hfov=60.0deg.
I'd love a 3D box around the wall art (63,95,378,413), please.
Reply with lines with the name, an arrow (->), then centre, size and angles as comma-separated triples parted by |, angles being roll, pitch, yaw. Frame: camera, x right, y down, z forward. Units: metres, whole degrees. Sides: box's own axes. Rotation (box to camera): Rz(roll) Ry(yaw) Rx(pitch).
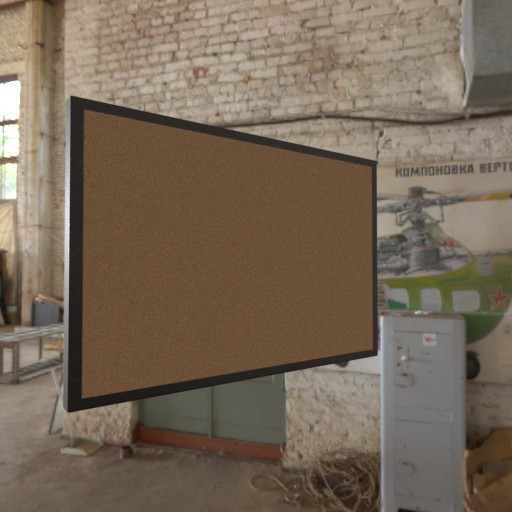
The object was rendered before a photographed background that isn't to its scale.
wall art -> 0.000, 0.000, 1.131 | 0.912, 0.612, 0.038 | 1, -2, -36
